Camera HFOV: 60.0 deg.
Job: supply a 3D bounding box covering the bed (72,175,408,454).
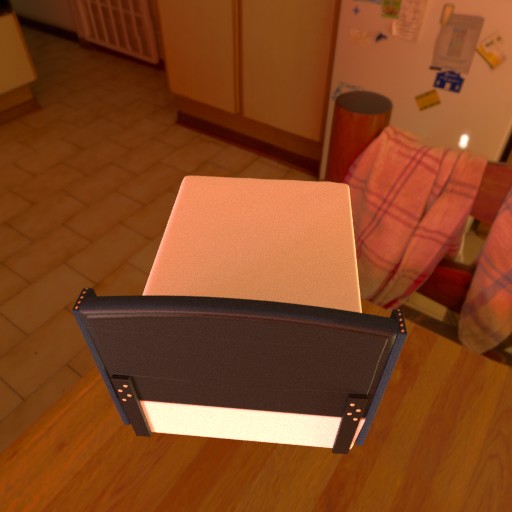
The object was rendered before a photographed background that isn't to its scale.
[{"bbox_3d":[0.000,0.000,3.272,1.604,1.402,2.223,4,45,4],"label":"bed"}]
